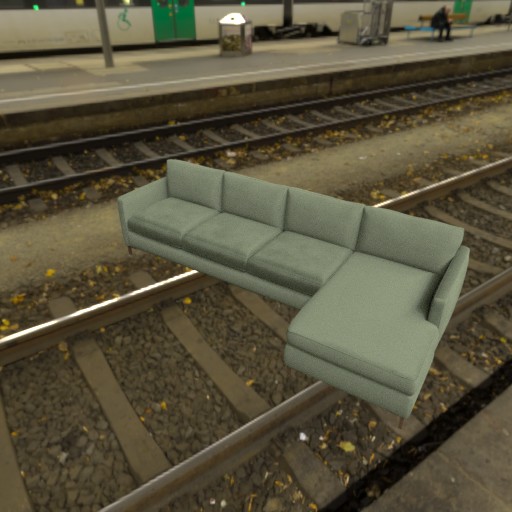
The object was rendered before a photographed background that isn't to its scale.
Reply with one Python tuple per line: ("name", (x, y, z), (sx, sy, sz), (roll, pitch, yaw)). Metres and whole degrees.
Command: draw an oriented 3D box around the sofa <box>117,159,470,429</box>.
("sofa", (0.000, 0.000, 3.279), (2.725, 0.756, 1.255), (18, 35, 28))
